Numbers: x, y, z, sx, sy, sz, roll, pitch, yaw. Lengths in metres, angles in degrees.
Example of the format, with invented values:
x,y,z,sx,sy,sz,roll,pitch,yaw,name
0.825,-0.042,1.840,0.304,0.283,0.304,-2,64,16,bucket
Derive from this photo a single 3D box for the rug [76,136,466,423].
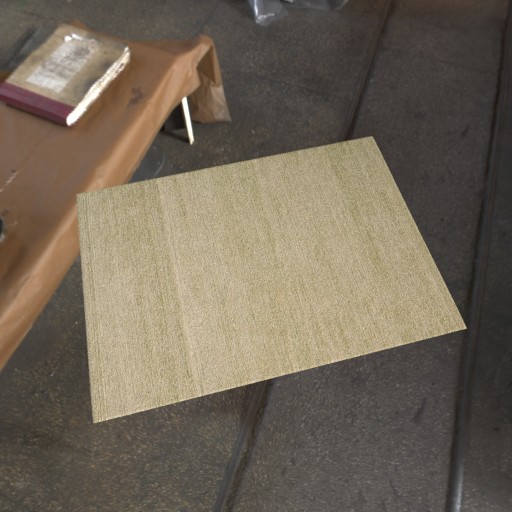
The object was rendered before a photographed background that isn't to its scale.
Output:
x,y,z,sx,sy,sz,roll,pitch,yaw,name
0.000,0.000,5.127,3.935,0.025,2.782,-12,63,-6,rug
